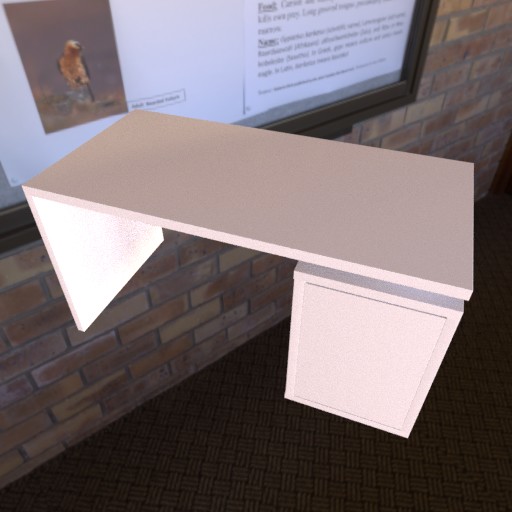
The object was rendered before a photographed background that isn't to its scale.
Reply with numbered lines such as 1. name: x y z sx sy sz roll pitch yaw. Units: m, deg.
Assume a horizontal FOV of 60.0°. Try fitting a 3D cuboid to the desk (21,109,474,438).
1. desk: 0.000 0.000 1.763 1.400 0.740 0.690 14 42 16
